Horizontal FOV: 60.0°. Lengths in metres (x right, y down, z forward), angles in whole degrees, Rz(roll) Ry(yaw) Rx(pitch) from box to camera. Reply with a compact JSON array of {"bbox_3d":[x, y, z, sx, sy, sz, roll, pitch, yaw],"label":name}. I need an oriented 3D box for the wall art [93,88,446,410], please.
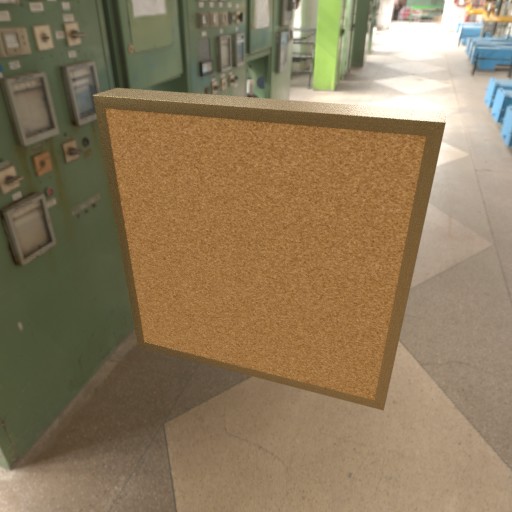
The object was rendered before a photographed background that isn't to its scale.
[{"bbox_3d":[0.000,0.000,0.456,0.304,0.305,0.038,10,32,16],"label":"wall art"}]
